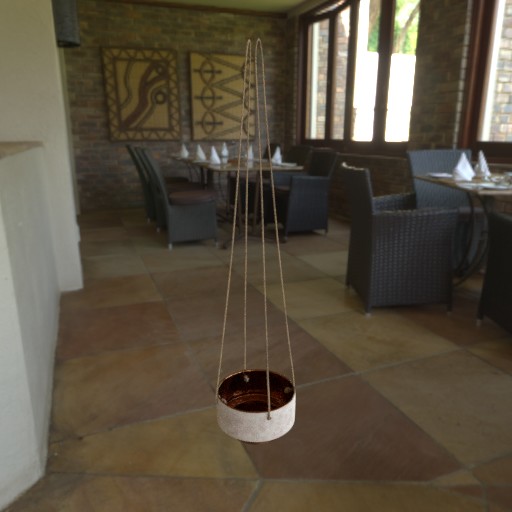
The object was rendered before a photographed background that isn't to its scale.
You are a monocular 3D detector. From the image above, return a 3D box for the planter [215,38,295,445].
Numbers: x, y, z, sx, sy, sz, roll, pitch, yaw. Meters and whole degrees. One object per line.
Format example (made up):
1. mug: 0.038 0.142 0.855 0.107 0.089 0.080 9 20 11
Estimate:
1. planter: 0.000 0.000 1.149 0.223 1.030 0.223 8 17 26
